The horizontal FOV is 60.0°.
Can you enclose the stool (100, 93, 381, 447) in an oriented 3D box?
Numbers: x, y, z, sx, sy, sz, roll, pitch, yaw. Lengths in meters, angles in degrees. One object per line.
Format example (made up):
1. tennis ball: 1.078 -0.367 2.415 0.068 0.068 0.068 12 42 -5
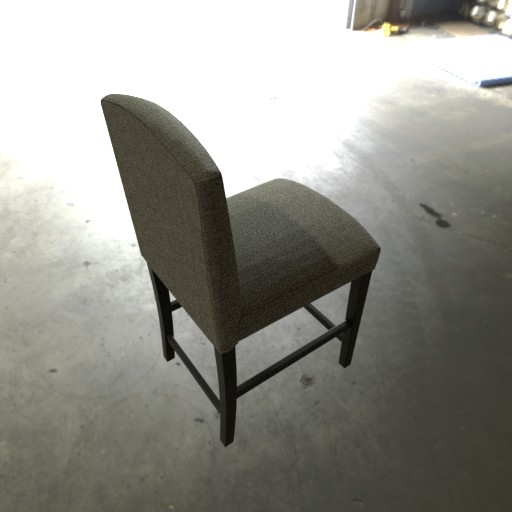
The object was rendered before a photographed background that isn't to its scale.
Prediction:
1. stool: 0.000 0.000 1.257 0.552 0.966 0.451 -25 46 -26
